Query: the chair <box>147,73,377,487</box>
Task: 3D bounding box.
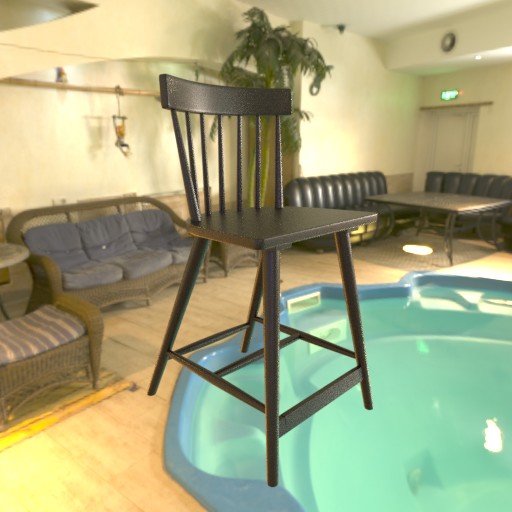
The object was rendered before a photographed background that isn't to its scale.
[{"bbox_3d":[0.000,0.000,1.277,0.572,0.952,0.483,14,20,43],"label":"chair"}]
